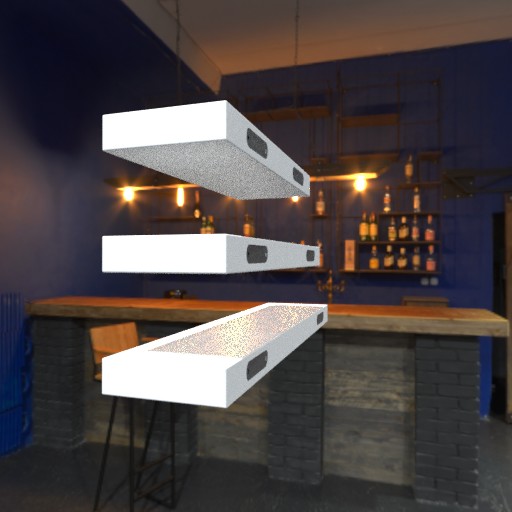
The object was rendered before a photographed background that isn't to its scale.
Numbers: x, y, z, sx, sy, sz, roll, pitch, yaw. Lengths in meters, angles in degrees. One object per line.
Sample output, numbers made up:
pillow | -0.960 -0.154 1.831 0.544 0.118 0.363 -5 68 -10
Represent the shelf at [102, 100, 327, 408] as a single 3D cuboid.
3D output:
shelf | 0.000 0.000 0.731 0.140 0.293 0.610 0 0 18
